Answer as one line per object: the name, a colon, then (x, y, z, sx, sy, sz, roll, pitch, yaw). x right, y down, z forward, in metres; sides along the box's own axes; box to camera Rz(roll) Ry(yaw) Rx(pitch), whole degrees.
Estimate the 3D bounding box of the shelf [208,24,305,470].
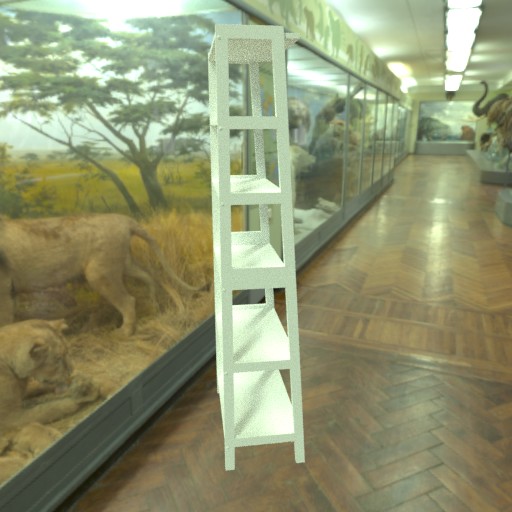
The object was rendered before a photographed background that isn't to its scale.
shelf: (0.000, 0.000, 2.148, 0.381, 1.892, 0.660, -2, 17, -8)
